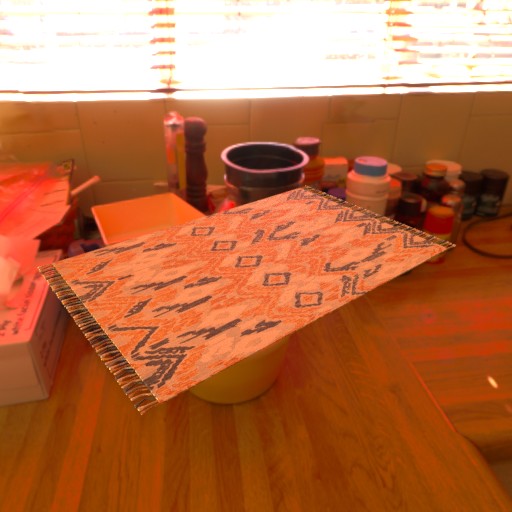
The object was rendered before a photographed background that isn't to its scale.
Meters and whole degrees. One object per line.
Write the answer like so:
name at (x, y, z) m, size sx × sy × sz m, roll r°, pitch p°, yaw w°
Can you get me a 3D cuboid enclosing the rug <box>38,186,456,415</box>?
rug at (0.000, 0.000, 3.017) m, size 2.428 × 0.010 × 1.533 m, roll -21°, pitch 36°, yaw -33°
